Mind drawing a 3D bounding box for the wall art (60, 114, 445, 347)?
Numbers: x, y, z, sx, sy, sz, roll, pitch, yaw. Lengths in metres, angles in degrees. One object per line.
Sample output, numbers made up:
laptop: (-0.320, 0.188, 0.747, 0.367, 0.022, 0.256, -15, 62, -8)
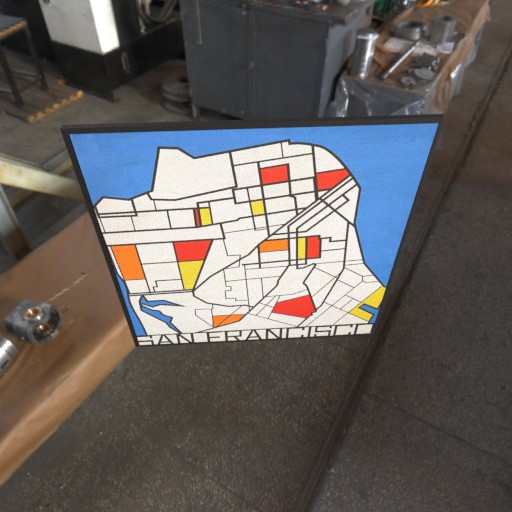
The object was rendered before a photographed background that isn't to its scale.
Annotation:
wall art: (0.000, 0.000, 1.002, 0.664, 0.663, 0.015, -2, 45, -2)
